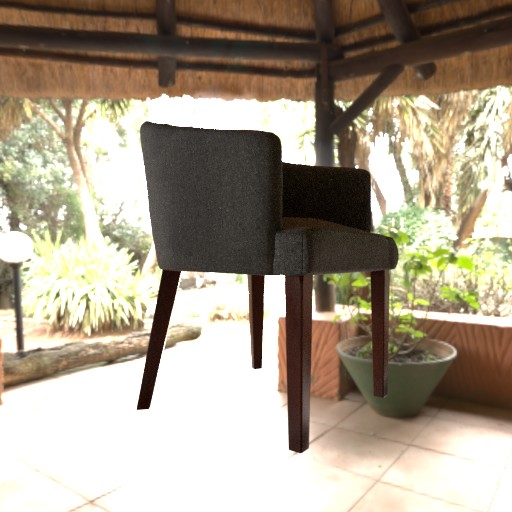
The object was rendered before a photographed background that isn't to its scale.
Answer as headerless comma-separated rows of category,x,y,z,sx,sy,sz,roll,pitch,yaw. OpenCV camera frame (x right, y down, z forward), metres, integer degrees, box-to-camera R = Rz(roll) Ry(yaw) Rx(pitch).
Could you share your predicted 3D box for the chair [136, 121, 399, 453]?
chair,0.000,0.000,1.276,0.655,0.811,0.583,0,0,36
